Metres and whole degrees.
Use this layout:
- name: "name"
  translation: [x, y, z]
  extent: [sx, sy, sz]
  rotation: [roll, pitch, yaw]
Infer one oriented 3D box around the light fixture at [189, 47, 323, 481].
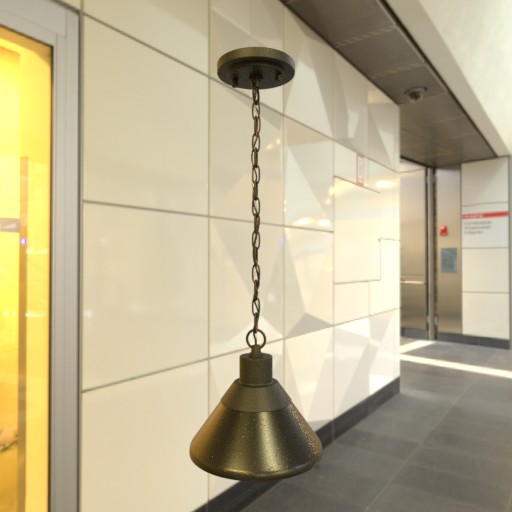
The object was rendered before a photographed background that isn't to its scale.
- name: "light fixture"
  translation: [0.000, 0.000, 0.680]
  extent: [0.201, 0.588, 0.201]
  rotation: [0, -1, 16]
